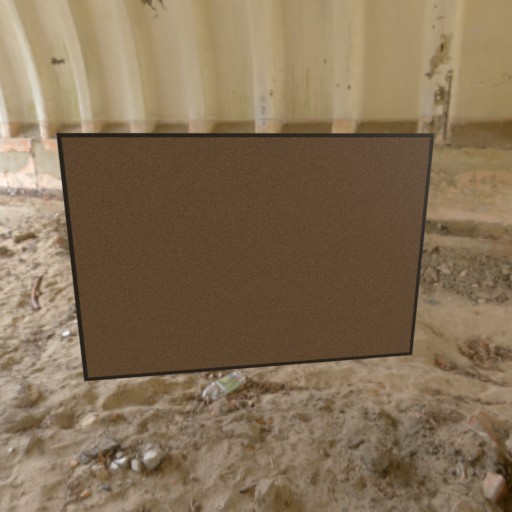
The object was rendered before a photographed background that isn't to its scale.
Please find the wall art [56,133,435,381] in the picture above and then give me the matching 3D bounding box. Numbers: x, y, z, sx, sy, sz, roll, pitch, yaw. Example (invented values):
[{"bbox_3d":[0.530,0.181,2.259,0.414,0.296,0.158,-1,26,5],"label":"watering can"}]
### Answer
[{"bbox_3d":[0.000,0.000,1.199,0.939,0.640,0.058,-2,15,-9],"label":"wall art"}]
